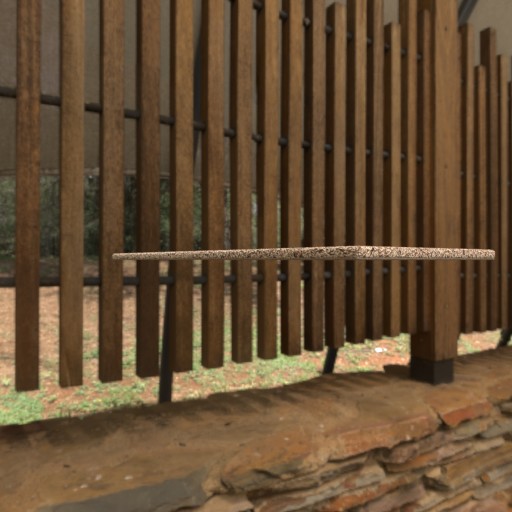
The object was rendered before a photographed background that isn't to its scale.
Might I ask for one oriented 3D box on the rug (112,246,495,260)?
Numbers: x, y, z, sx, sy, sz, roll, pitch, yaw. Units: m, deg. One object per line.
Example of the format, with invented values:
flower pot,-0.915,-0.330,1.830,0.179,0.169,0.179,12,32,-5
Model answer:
rug,0.000,0.000,1.714,0.609,0.030,1.524,0,-1,-37
